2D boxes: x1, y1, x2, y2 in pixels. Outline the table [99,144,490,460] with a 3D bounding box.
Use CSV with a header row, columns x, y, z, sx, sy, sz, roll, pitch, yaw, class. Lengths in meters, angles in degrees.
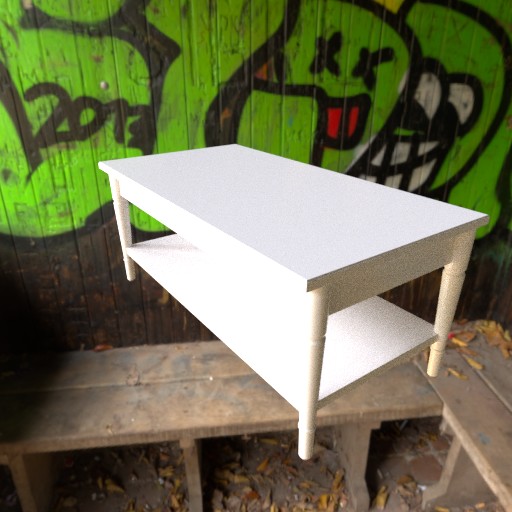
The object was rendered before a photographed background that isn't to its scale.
x,y,z,sx,sy,sz,roll,pitch,yaw,class
0.000,0.000,1.359,0.559,0.457,1.067,-17,29,-32,table
